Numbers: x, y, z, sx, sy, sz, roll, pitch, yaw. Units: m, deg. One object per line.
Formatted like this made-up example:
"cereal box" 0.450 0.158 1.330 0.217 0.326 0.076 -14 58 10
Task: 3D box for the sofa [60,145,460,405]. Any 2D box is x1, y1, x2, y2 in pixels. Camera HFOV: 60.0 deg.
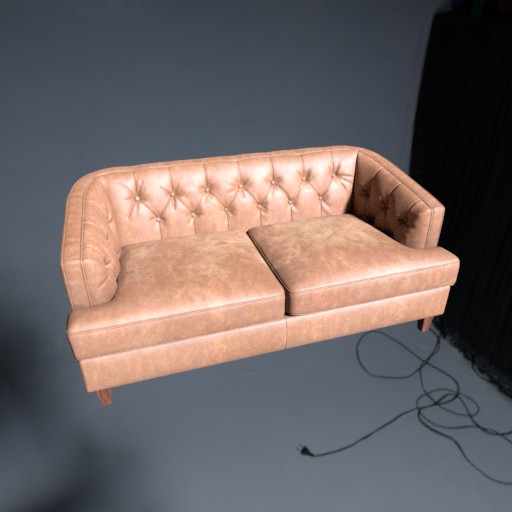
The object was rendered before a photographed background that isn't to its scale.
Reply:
"sofa" 0.000 0.000 2.253 1.755 0.786 0.914 -9 32 -15
